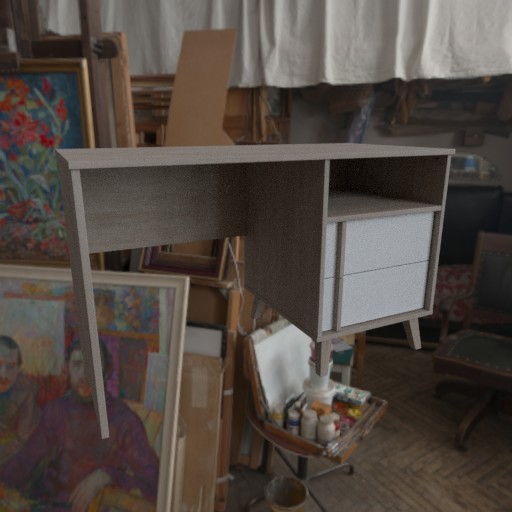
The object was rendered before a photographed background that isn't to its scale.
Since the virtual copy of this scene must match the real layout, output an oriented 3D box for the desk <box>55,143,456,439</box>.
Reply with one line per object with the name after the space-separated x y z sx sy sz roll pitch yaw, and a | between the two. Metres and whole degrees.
0.000 0.000 1.642 1.251 0.770 0.600 -8 18 -25 | desk
